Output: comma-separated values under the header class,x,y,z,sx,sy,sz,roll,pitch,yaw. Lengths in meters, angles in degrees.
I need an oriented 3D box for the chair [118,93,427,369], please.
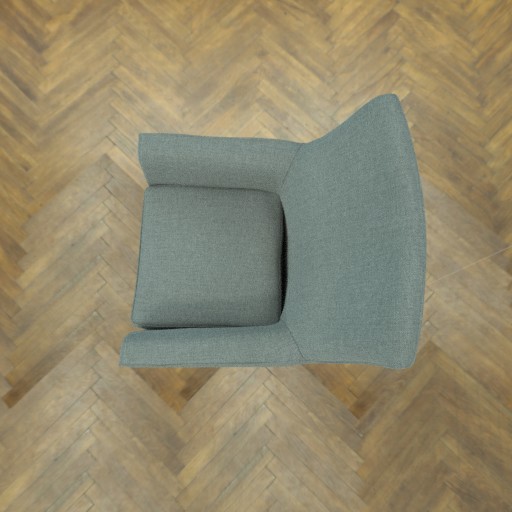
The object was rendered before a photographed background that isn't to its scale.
class,x,y,z,sx,sy,sz,roll,pitch,yaw
chair,0.000,0.000,1.794,0.993,1.047,0.887,1,76,0
